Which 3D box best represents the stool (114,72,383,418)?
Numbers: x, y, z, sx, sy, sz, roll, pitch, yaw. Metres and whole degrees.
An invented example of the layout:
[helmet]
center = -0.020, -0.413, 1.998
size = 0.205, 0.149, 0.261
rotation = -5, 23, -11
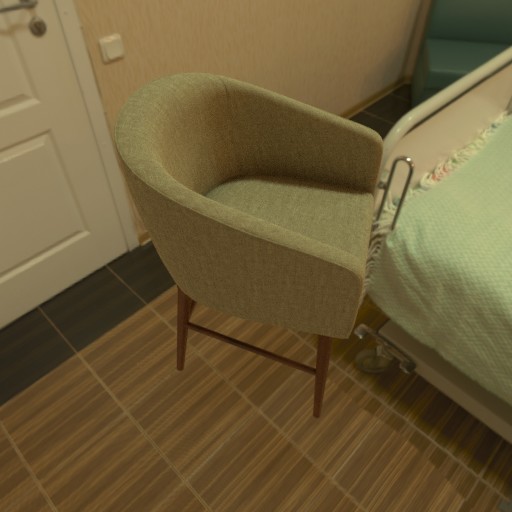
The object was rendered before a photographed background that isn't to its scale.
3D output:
[stool]
center = 0.000, 0.000, 1.356
size = 0.635, 0.952, 0.559
rotation = 11, 48, 11
